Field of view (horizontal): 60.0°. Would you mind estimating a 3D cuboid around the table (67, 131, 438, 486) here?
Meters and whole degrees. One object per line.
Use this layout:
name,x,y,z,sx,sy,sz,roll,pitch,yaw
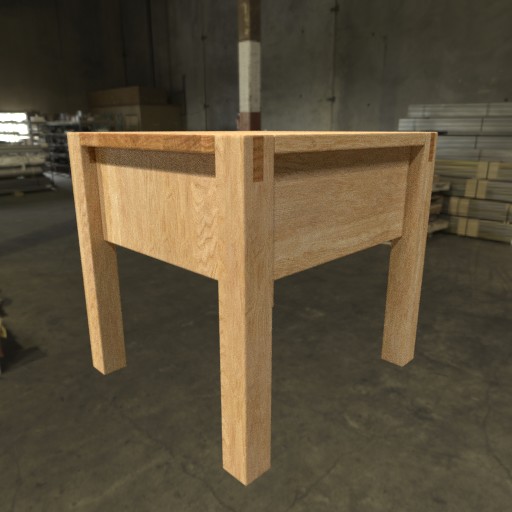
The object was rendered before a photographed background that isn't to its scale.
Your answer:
table,0.000,0.000,0.836,0.440,0.450,0.480,15,22,43
